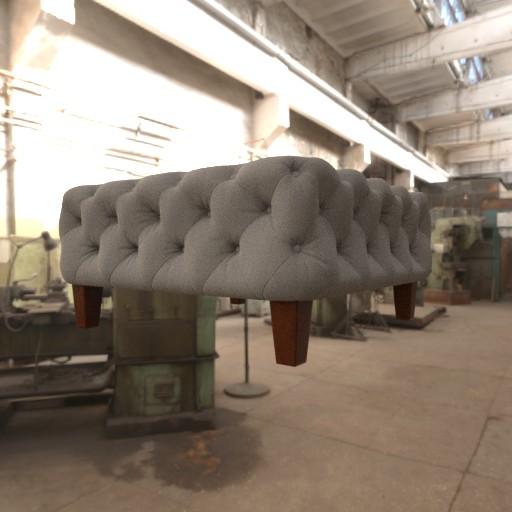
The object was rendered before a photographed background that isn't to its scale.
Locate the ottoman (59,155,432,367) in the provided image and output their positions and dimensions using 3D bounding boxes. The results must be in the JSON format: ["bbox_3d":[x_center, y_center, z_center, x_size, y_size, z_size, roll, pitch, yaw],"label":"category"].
[{"bbox_3d":[0.000,0.000,1.449,0.911,0.439,0.917,1,1,36],"label":"ottoman"}]
